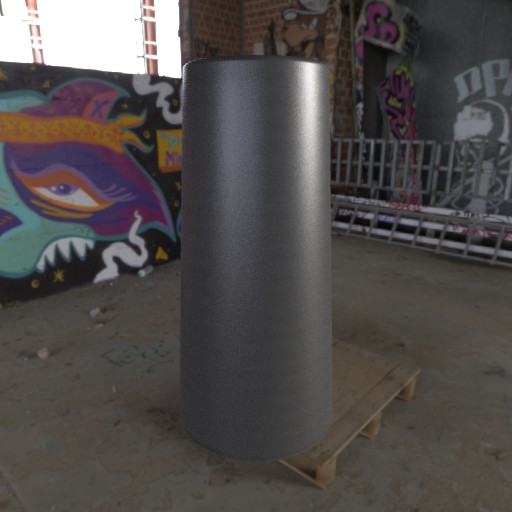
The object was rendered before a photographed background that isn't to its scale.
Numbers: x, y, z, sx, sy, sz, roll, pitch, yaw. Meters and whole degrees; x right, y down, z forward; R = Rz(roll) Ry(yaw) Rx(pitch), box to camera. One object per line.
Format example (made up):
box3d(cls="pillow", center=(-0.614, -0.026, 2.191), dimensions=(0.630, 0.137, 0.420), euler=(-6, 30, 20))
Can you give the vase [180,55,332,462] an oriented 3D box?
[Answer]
box3d(cls="vase", center=(0.000, 0.000, 0.363), dimensions=(0.136, 0.289, 0.136), euler=(-9, 18, -27))
